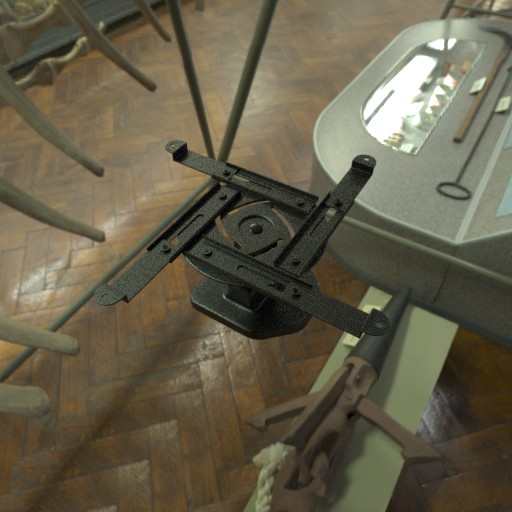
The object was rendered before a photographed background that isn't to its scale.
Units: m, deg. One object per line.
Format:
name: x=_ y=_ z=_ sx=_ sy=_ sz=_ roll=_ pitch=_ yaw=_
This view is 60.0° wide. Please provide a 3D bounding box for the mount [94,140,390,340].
mount: x=0.000 y=0.000 z=0.598 sx=0.394 sy=0.141 sz=0.394 roll=25 pitch=52 yaw=21
